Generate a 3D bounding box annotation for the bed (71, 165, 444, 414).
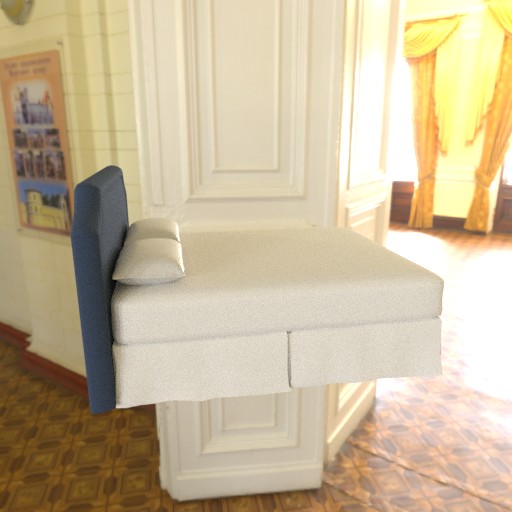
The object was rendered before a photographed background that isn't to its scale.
[{"bbox_3d":[0.000,0.000,3.378,2.260,1.297,1.831,-3,16,-11],"label":"bed"}]
